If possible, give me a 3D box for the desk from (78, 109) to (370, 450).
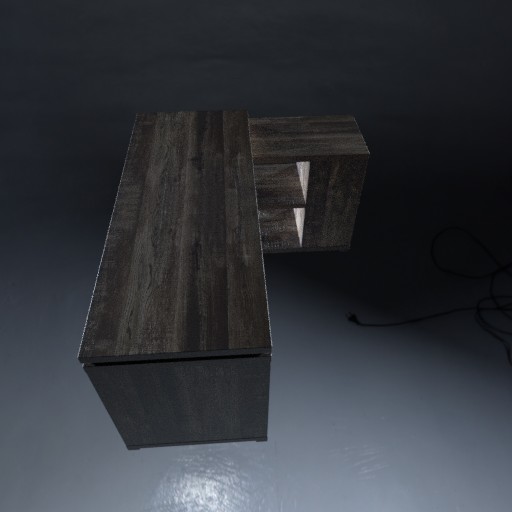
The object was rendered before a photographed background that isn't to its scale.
[{"bbox_3d":[0.000,0.000,2.189,1.200,0.753,1.524,-3,46,-3],"label":"desk"}]
